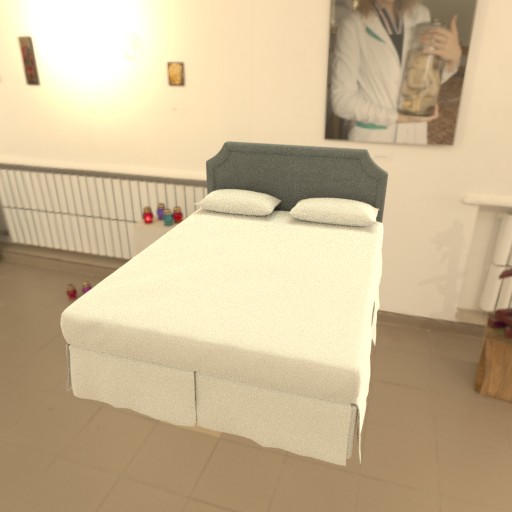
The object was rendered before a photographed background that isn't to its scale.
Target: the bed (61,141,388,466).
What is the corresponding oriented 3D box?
[{"bbox_3d":[0.000,0.000,3.509,1.977,1.306,2.464,7,26,16],"label":"bed"}]
